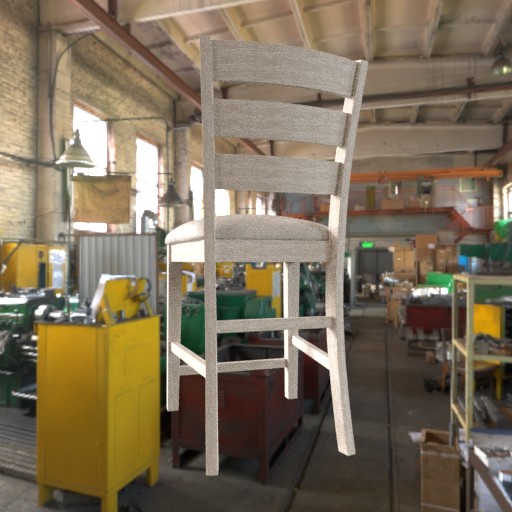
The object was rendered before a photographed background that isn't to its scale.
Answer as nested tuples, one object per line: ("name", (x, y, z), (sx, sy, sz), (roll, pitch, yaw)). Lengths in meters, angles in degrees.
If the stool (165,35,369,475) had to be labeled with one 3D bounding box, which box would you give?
("stool", (0.000, 0.000, 1.320), (0.484, 1.032, 0.569), (0, -1, -17))
